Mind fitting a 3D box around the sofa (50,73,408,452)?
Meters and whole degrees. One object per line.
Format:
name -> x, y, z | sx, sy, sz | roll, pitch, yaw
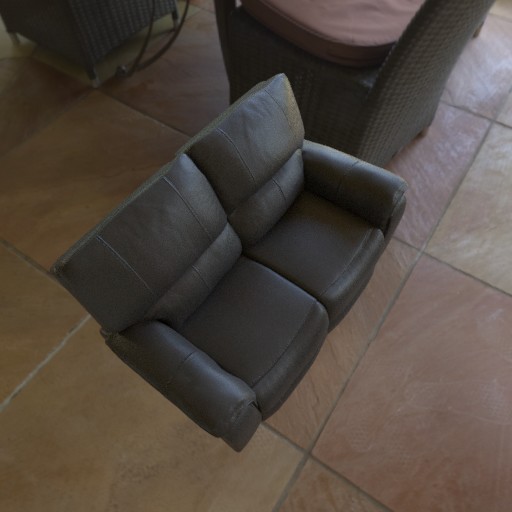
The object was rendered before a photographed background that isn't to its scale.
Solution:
sofa -> 0.000, 0.000, 2.464 | 1.104, 1.111, 1.765 | 33, 63, 19
